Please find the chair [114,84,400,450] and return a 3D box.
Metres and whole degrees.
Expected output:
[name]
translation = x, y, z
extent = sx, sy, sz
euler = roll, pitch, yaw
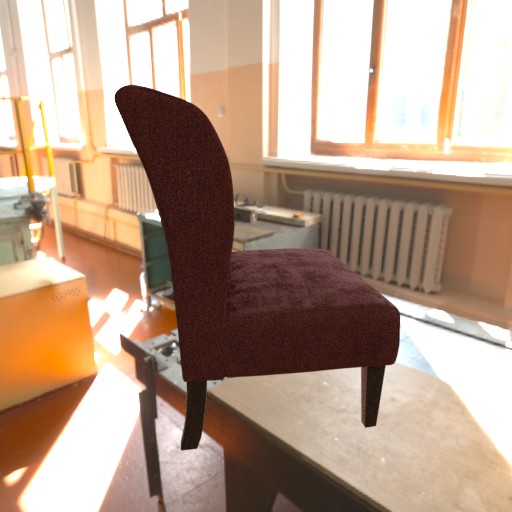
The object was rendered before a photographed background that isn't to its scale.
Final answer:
[chair]
translation = 0.000, 0.000, 1.230
extent = 0.640, 0.846, 0.538
euler = -2, 16, -8
